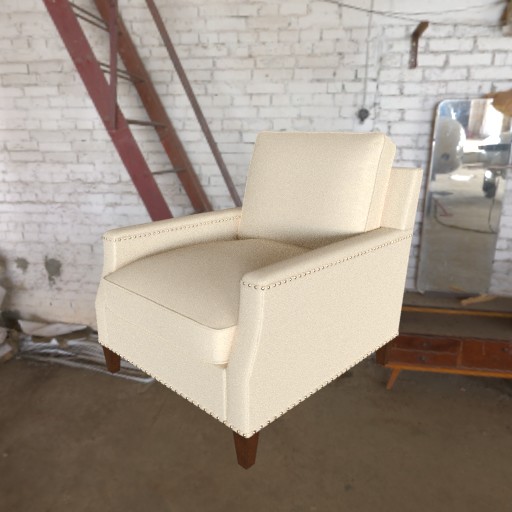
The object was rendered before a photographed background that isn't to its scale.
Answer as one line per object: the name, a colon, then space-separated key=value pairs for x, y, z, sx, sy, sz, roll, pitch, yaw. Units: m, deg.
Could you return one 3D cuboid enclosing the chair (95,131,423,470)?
chair: x=0.000 y=0.000 z=1.735 sx=0.853 sy=0.943 sz=1.014 roll=15 pitch=21 yaw=42
